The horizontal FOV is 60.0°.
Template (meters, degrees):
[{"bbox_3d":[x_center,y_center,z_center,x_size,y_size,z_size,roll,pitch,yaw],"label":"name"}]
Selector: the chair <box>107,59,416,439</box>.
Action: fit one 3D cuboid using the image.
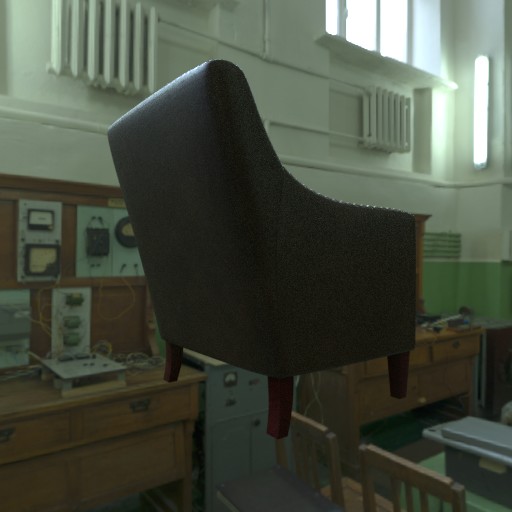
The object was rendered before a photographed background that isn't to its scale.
[{"bbox_3d":[0.000,0.000,1.311,0.704,0.813,0.639,0,0,-37],"label":"chair"}]
